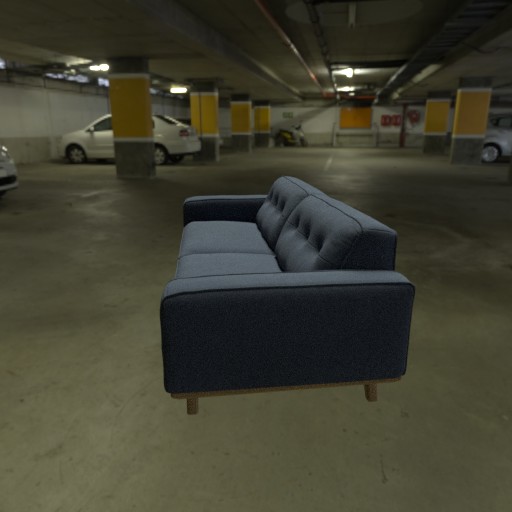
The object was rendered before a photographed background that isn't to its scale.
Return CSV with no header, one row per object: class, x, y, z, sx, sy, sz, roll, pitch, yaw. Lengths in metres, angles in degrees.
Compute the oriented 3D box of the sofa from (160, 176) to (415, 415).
sofa,0.000,0.000,2.698,0.953,0.782,2.270,-2,16,-6
